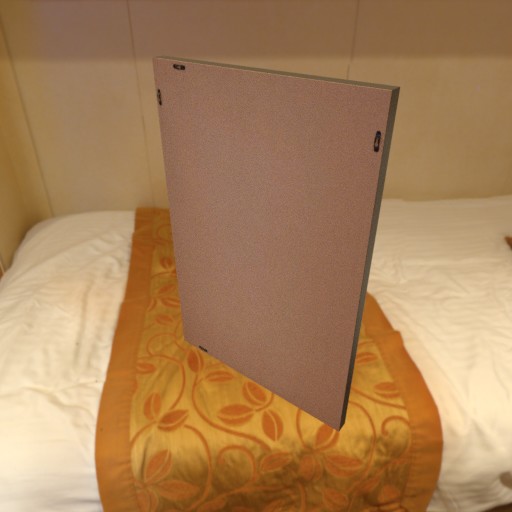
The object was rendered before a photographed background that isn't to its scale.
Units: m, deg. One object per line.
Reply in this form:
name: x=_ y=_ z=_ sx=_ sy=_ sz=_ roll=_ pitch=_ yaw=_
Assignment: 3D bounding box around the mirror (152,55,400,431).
mirror: x=0.000 y=0.000 z=1.165 sx=0.609 sy=0.915 sz=0.040 roll=22 pitch=38 yaw=31
